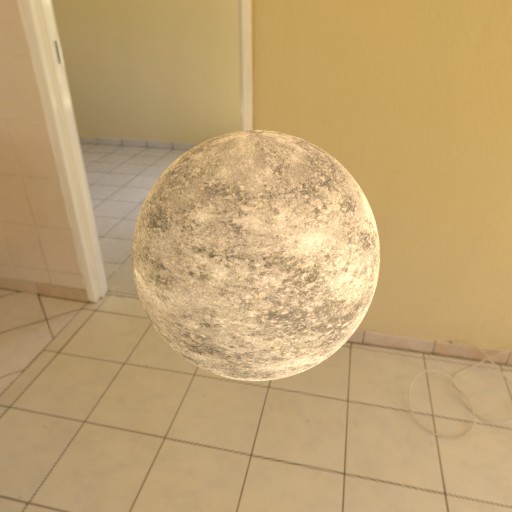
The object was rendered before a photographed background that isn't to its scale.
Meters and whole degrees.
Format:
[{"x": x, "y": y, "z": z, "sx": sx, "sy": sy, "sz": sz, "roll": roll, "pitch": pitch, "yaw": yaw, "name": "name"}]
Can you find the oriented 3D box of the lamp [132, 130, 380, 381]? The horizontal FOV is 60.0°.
[{"x": 0.000, "y": 0.000, "z": 0.782, "sx": 0.422, "sy": 0.429, "sz": 0.422, "roll": 0, "pitch": 30, "yaw": 0, "name": "lamp"}]
